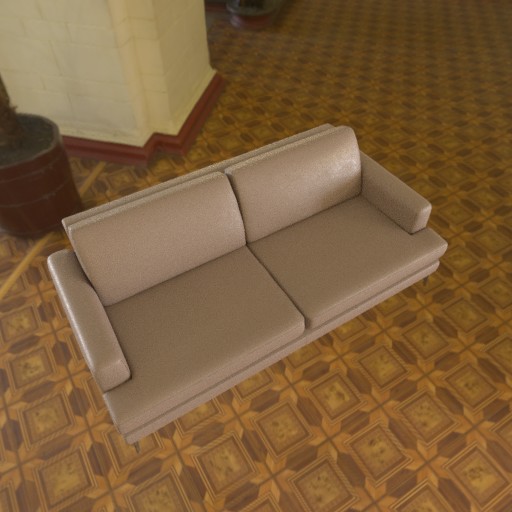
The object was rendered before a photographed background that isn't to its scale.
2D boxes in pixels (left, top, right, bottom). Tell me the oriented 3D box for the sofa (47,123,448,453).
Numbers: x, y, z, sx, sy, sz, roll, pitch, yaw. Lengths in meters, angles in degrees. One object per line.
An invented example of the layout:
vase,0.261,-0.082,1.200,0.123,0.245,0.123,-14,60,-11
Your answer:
sofa,0.000,0.000,2.377,1.940,0.765,0.974,-25,53,-21
